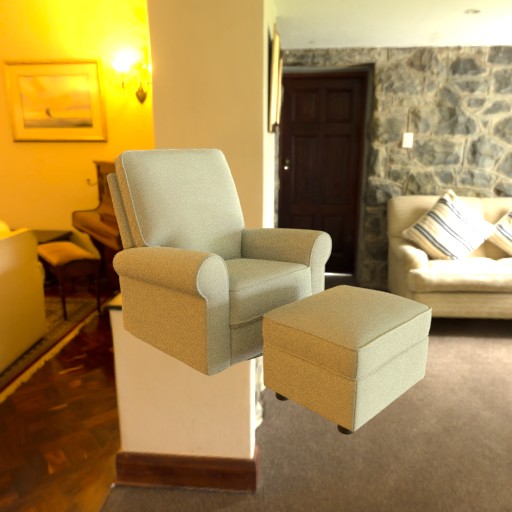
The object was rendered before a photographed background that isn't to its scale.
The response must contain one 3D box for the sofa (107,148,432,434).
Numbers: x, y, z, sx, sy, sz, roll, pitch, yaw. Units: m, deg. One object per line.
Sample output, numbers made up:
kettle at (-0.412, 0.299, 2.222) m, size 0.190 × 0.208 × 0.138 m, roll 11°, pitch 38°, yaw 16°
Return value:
sofa at (0.000, 0.000, 2.044) m, size 0.880 × 0.959 × 1.478 m, roll -13°, pitch 19°, yaw -43°
